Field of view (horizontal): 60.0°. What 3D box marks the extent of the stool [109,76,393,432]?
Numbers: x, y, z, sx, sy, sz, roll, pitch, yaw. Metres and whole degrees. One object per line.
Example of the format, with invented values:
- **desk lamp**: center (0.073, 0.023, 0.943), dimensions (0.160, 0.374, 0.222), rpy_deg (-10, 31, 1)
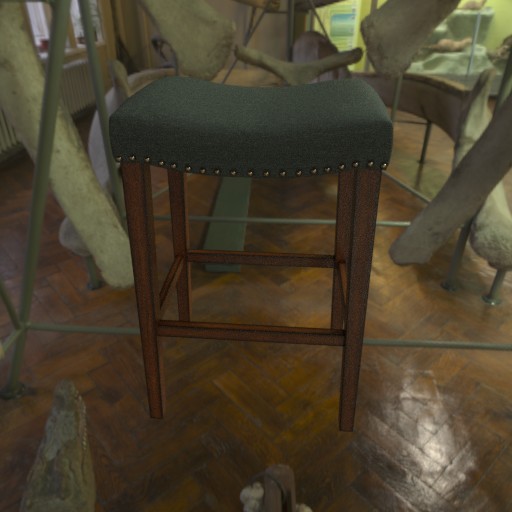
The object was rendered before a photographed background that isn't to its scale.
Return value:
- **stool**: center (0.000, 0.000, 1.050), dimensions (0.502, 0.760, 0.366), rpy_deg (2, 32, 4)
